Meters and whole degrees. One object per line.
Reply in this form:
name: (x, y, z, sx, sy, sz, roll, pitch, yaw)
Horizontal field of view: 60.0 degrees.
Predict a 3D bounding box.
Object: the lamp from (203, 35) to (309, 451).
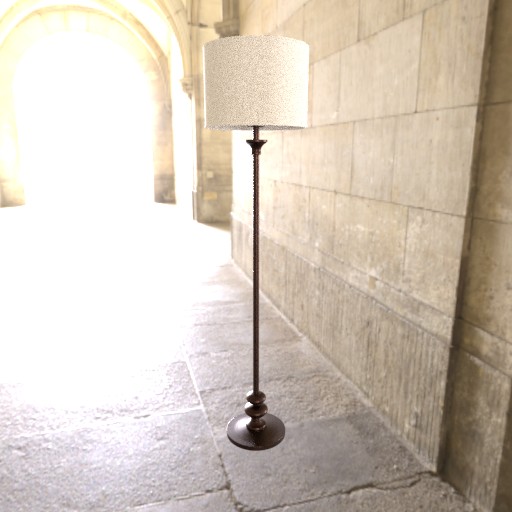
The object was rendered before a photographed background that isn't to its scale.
lamp: (0.000, 0.000, 1.657, 0.356, 1.487, 0.356, 7, 15, 27)
